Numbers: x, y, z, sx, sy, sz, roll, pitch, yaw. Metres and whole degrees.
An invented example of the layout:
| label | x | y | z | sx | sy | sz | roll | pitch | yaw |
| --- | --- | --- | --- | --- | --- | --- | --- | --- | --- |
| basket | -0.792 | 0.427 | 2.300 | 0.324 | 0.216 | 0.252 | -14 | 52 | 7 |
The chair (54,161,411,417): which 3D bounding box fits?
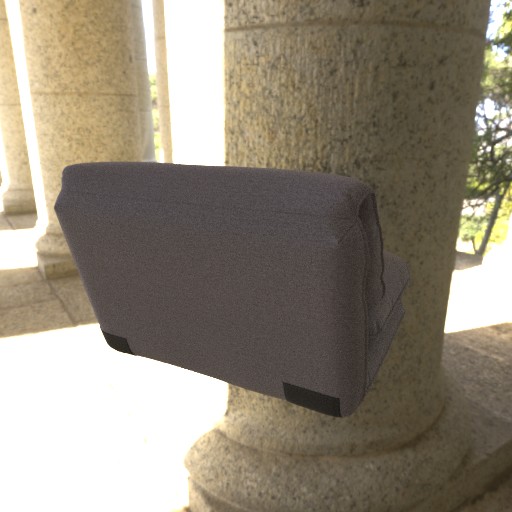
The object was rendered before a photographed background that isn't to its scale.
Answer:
| label | x | y | z | sx | sy | sz | roll | pitch | yaw |
| --- | --- | --- | --- | --- | --- | --- | --- | --- | --- |
| chair | 0.000 | 0.000 | 1.326 | 0.820 | 0.580 | 0.780 | 9 | 19 | 26 |
